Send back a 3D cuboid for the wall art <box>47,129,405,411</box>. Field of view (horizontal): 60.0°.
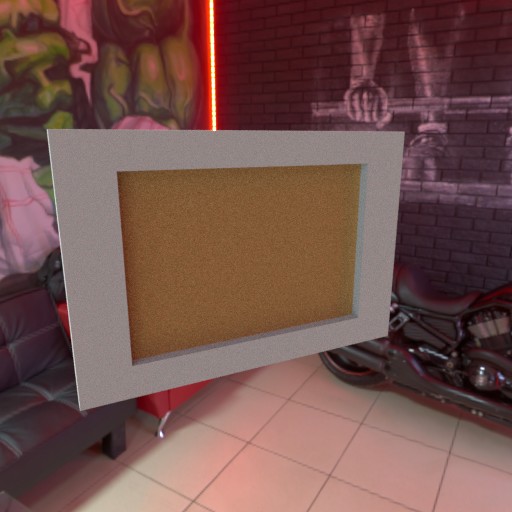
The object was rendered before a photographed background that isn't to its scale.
[{"bbox_3d":[0.000,0.000,1.135,0.906,0.617,0.033,-7,17,-25],"label":"wall art"}]
